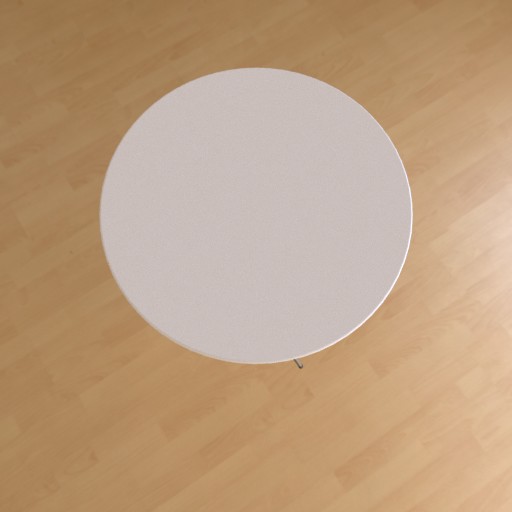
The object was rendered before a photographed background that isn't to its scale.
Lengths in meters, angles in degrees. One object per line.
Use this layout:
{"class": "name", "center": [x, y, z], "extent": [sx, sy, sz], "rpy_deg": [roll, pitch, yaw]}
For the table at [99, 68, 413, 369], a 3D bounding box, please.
{"class": "table", "center": [0.000, 0.000, 1.653], "extent": [0.795, 1.105, 0.792], "rpy_deg": [31, 78, 7]}
